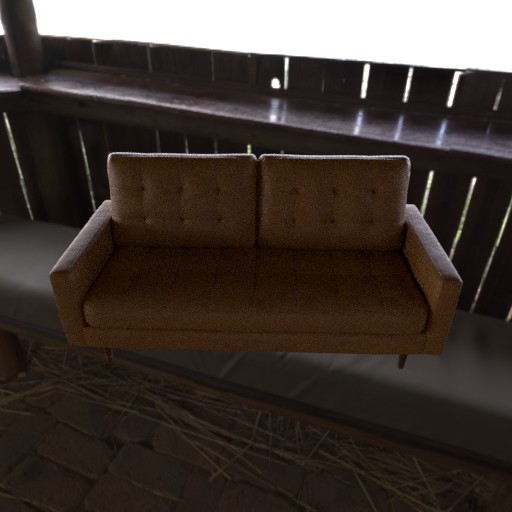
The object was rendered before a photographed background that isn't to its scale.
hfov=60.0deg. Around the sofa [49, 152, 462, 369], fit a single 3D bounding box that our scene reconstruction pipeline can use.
[{"bbox_3d":[0.000,0.000,2.297,1.821,0.898,0.850,1,32,2],"label":"sofa"}]
